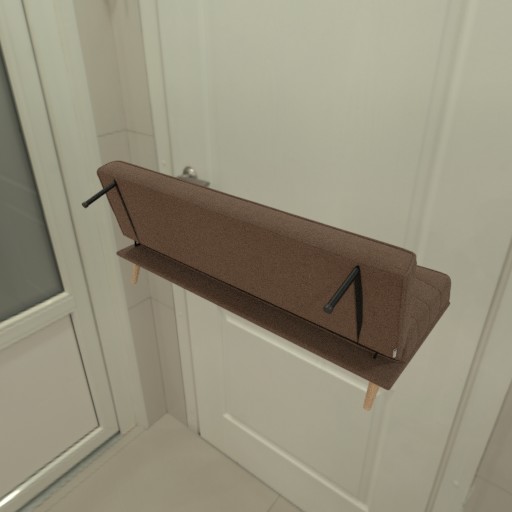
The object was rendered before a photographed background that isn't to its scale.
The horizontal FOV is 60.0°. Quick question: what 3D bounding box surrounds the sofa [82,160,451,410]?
[{"bbox_3d":[0.000,0.000,2.388,1.820,0.810,1.038,21,36,33],"label":"sofa"}]
